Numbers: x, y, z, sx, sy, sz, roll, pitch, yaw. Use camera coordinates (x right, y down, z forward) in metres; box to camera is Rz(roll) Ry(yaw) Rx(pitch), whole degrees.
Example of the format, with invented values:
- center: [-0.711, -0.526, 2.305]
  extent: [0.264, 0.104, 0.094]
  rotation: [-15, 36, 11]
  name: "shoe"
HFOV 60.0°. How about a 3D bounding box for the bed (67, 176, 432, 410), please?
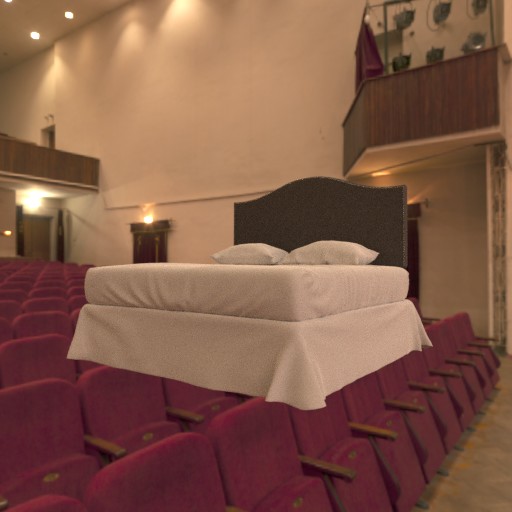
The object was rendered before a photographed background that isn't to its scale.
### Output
- center: [0.000, 0.000, 3.738]
  extent: [2.314, 1.651, 2.219]
  rotation: [-1, -1, 36]
  name: "bed"
